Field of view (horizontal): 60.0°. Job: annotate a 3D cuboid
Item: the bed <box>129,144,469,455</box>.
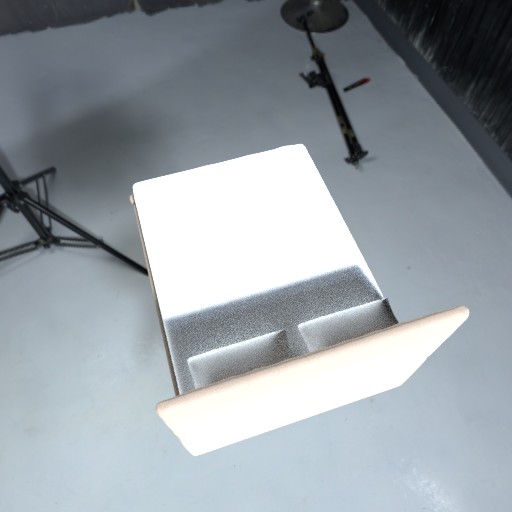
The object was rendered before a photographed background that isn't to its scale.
[{"bbox_3d":[0.000,0.000,3.341,1.696,1.426,2.233,-15,60,-9],"label":"bed"}]
